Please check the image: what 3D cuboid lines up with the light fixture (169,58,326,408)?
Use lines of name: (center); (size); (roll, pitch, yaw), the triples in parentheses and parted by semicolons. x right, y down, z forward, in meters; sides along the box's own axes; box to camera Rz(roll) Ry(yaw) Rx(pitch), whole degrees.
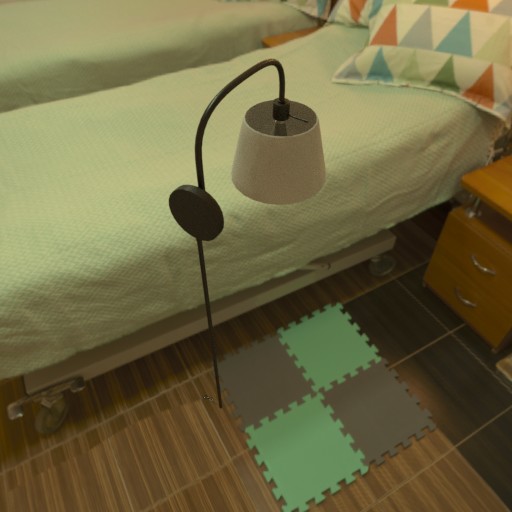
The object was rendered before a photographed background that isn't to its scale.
light fixture: (0.000, 0.000, 0.463); (0.092, 0.399, 0.176); (24, 51, 21)
